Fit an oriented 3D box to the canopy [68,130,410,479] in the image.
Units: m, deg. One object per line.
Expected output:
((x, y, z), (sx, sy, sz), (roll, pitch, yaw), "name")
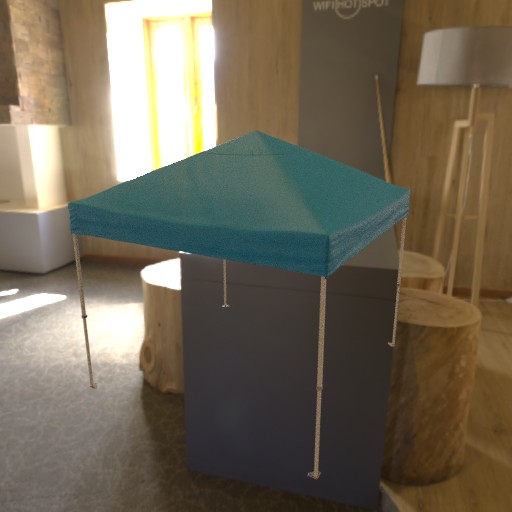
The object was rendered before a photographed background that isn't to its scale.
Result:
((0.000, 0.000, 5.497), (2.996, 2.997, 2.998), (9, 19, 29), "canopy")
